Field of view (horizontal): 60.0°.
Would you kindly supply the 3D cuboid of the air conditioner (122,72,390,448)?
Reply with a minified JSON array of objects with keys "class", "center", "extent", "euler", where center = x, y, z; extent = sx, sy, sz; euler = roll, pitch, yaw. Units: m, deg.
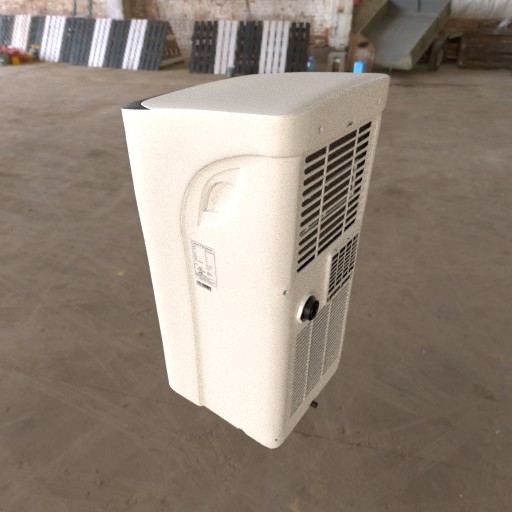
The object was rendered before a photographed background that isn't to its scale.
[{"class":"air conditioner","center":[0.000,0.000,0.923],"extent":[0.369,0.716,0.352],"euler":[20,37,29]}]
